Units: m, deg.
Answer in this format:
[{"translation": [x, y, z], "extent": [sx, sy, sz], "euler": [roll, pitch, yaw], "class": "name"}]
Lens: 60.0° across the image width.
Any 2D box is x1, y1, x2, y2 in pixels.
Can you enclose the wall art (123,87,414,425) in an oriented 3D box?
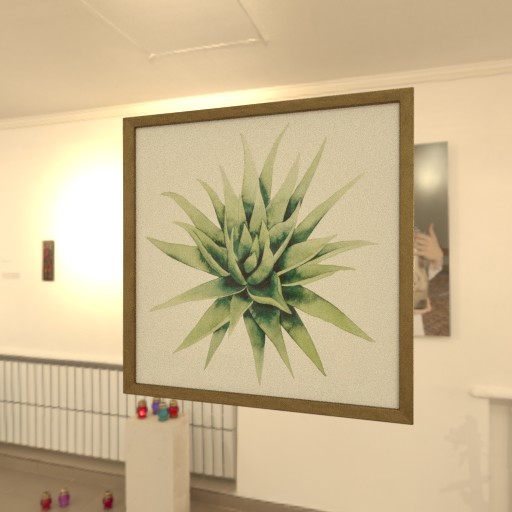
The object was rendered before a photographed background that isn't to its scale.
[{"translation": [0.000, 0.000, 0.752], "extent": [0.503, 0.506, 0.030], "euler": [0, 0, 17], "class": "wall art"}]
